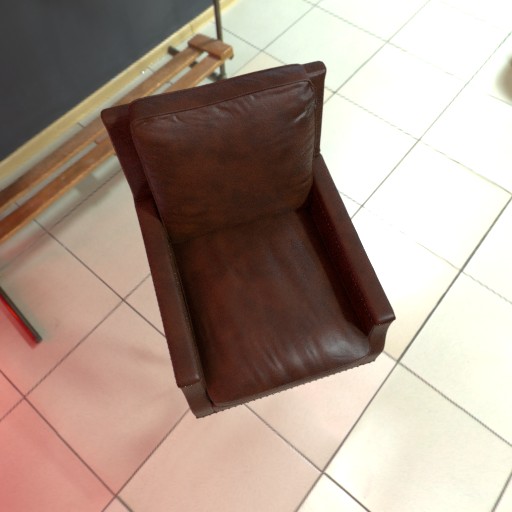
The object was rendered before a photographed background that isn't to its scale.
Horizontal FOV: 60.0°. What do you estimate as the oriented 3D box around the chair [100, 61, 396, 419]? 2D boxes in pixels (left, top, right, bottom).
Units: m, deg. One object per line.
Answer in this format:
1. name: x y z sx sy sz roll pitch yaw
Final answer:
1. chair: 0.000 0.000 1.819 0.854 1.054 1.035 -16 65 -8
